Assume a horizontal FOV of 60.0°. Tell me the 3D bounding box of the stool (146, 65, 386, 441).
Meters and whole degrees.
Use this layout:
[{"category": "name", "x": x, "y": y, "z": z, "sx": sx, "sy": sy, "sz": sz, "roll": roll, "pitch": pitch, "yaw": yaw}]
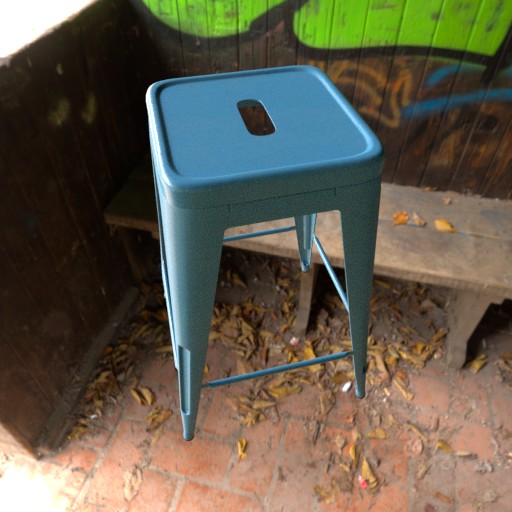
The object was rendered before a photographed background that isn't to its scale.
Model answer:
[{"category": "stool", "x": 0.000, "y": 0.000, "z": 0.875, "sx": 0.410, "sy": 0.608, "sz": 0.410, "roll": -10, "pitch": 47, "yaw": -10}]
